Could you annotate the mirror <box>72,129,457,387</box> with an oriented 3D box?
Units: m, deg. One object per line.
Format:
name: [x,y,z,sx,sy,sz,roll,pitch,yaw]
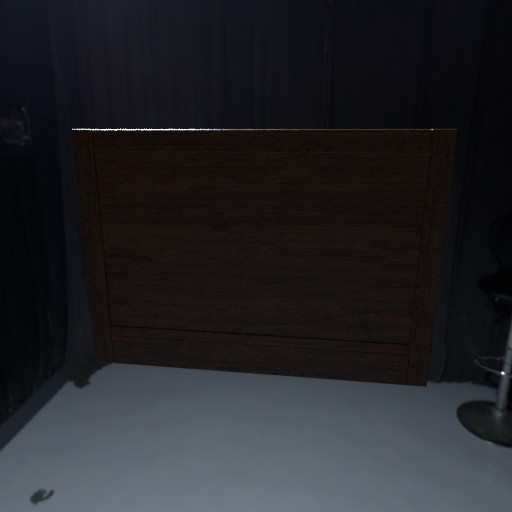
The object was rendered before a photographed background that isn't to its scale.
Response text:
mirror: [0.000,0.000,0.977,0.758,0.537,0.084,2,16,8]
